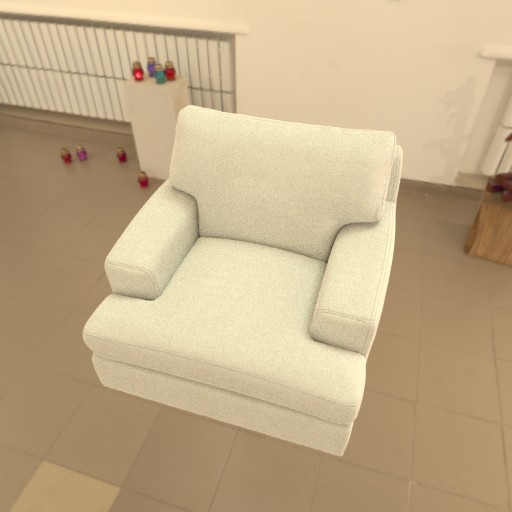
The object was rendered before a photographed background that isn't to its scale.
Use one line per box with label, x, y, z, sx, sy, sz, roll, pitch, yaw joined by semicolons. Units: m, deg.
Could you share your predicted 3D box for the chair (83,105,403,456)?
chair;0.000;0.000;1.950;1.140;0.930;1.158;12;43;13
